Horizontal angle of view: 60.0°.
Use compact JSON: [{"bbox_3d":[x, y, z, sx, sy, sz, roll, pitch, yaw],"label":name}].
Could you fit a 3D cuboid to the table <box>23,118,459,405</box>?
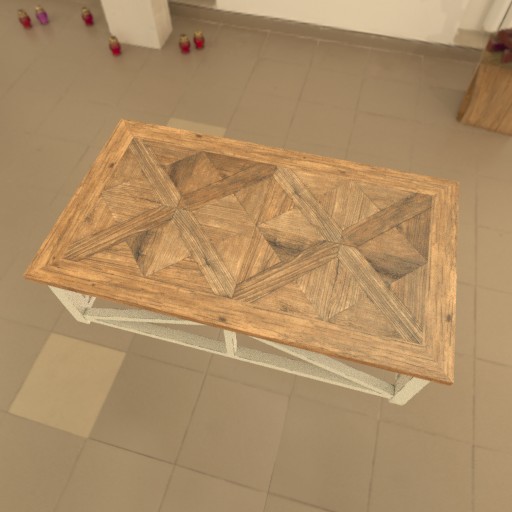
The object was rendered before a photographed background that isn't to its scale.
[{"bbox_3d":[0.000,0.000,1.762,1.400,0.410,0.800,13,59,8],"label":"table"}]
